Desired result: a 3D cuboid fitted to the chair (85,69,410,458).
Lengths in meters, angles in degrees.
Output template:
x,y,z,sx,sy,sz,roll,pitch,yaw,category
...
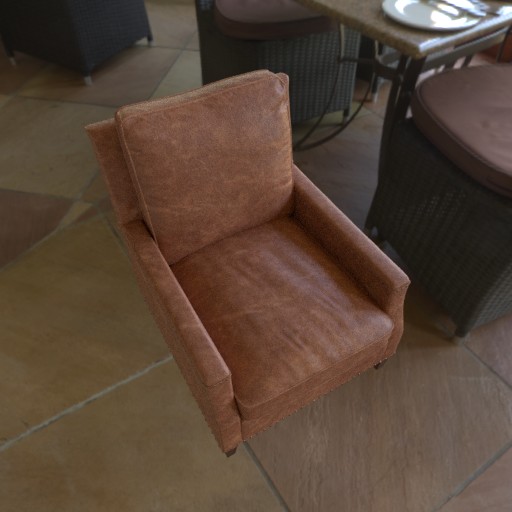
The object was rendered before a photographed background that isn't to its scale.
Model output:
x,y,z,sx,sy,sz,roll,pitch,yaw,category
0.000,0.000,1.777,0.854,1.054,1.035,-23,52,-20,chair
